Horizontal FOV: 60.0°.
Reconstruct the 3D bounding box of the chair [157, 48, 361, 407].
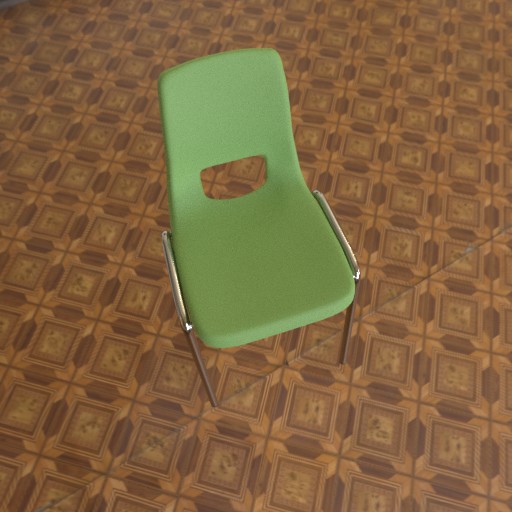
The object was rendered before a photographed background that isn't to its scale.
[{"bbox_3d":[0.000,0.000,0.961,0.381,0.704,0.436,-16,64,-8],"label":"chair"}]
